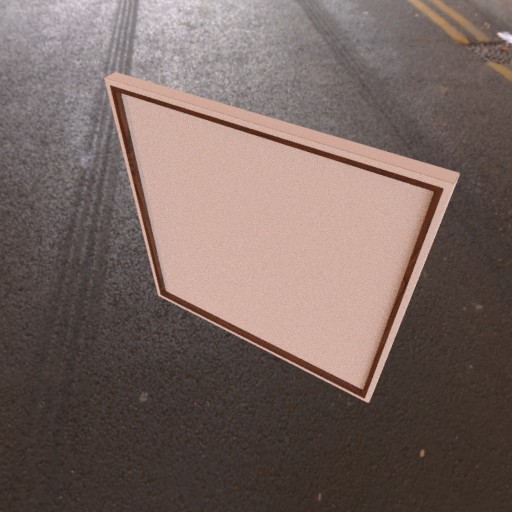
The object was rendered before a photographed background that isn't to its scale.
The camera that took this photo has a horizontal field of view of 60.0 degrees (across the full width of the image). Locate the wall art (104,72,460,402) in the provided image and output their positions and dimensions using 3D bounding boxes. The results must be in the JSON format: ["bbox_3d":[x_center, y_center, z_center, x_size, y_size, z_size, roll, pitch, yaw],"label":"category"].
[{"bbox_3d":[0.000,0.000,1.494,1.009,1.009,0.049,23,50,21],"label":"wall art"}]
